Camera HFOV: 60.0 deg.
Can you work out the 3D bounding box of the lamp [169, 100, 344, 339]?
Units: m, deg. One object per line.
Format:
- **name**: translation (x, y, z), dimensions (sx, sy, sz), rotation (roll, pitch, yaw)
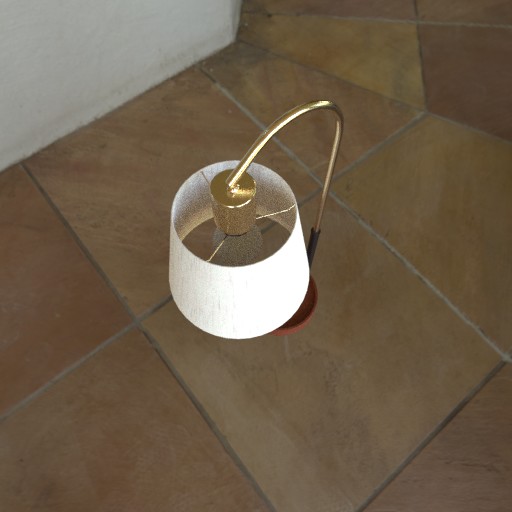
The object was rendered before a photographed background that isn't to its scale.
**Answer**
- **lamp**: translation (0.000, 0.000, 0.665), dimensions (0.273, 0.536, 0.211), rotation (-33, 68, -15)
